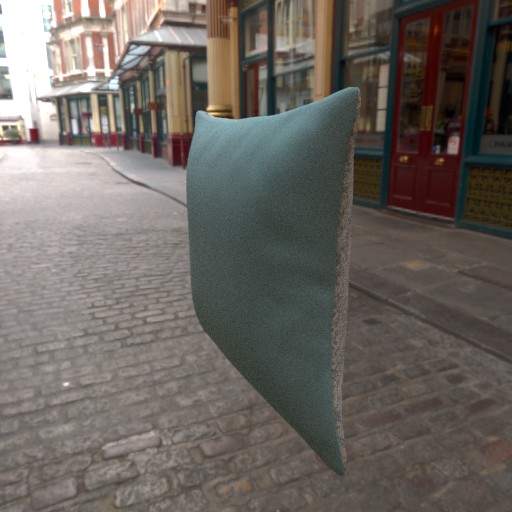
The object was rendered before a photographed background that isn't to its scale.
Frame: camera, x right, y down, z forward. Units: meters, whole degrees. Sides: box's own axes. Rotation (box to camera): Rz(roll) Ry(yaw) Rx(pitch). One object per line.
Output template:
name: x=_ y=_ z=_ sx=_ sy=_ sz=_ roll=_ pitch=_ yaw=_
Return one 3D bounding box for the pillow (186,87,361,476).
pillow: x=0.000 y=0.000 z=0.770 sx=0.166 sy=0.507 sz=0.526 roll=-7 pitch=17 yaw=-25
